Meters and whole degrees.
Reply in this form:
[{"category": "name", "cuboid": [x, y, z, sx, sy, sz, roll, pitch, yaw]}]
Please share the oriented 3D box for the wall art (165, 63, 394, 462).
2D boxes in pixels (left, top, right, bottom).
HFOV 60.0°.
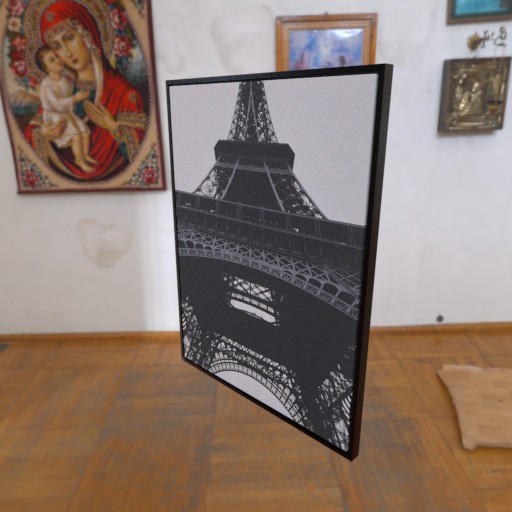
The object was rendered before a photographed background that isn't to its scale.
[{"category": "wall art", "cuboid": [0.000, 0.000, 1.395, 0.805, 1.062, 0.040, 17, 24, 41]}]
